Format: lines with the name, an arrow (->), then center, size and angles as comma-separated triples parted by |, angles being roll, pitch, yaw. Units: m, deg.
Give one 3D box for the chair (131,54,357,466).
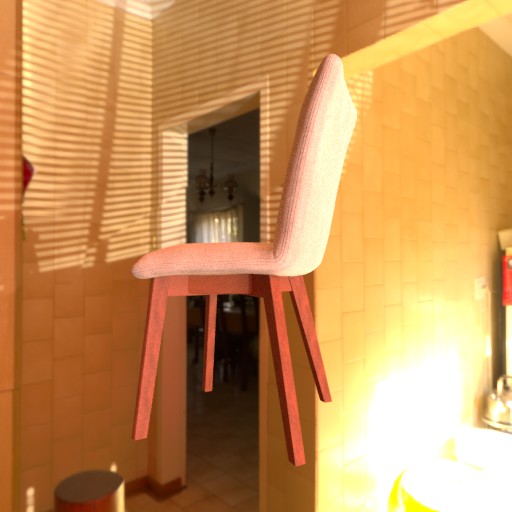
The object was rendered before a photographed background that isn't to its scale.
chair -> 0.000, 0.000, 1.322 | 0.563, 0.974, 0.522 | 0, -1, 17
